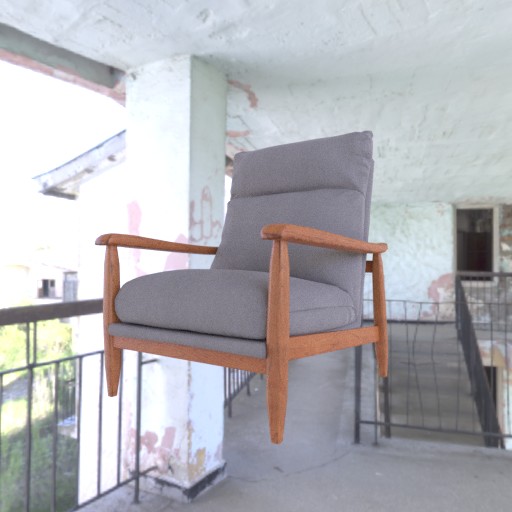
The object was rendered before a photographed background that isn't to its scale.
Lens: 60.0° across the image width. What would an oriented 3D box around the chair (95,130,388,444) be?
[{"bbox_3d":[0.000,0.000,1.570,0.782,0.922,0.816,0,-1,35],"label":"chair"}]
